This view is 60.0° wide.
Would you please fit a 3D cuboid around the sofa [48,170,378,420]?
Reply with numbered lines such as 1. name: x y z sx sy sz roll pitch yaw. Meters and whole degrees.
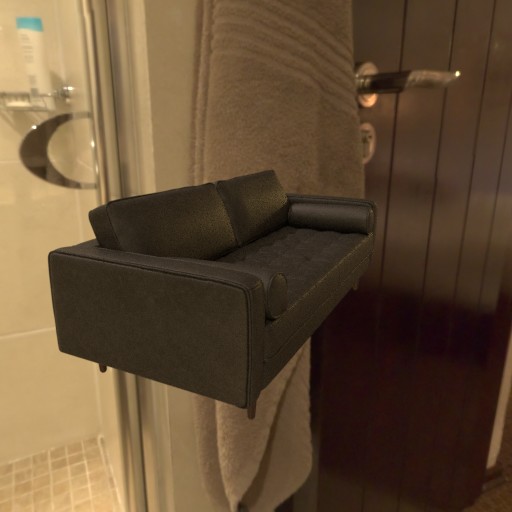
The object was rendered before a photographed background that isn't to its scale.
1. sofa: 0.000 0.000 2.361 0.921 0.770 1.879 8 18 25
